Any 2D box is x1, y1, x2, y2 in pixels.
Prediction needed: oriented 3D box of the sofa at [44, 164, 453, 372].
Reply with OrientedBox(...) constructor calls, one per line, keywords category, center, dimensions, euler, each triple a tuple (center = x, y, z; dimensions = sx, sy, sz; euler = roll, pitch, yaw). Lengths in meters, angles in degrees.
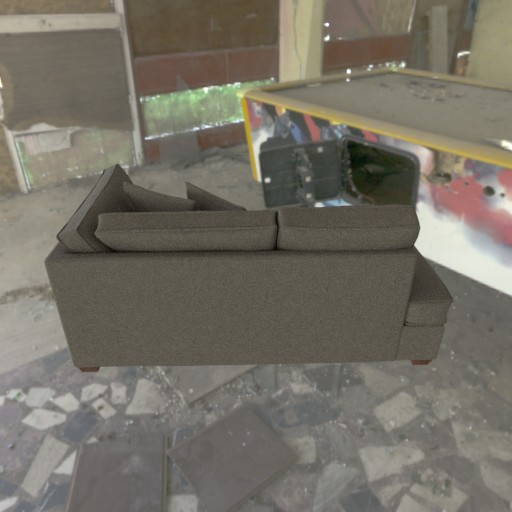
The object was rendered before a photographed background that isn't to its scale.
OrientedBox(category="sofa", center=(0.000, 0.000, 2.929), dimensions=(2.237, 1.033, 1.110), euler=(-1, 31, -1))
